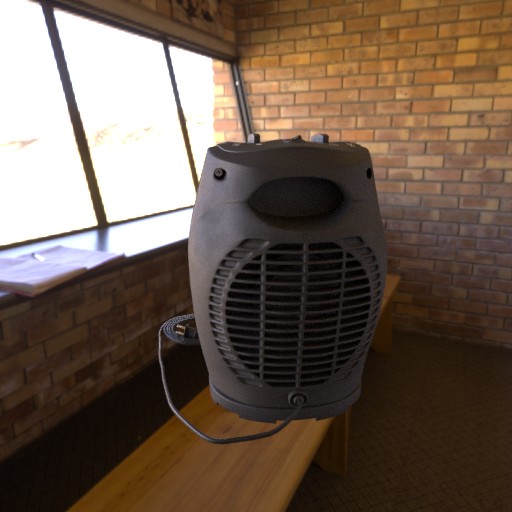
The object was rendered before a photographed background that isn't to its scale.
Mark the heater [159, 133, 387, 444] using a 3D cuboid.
[{"bbox_3d":[0.000,0.000,0.483,0.239,0.255,0.291,-1,14,-6],"label":"heater"}]
